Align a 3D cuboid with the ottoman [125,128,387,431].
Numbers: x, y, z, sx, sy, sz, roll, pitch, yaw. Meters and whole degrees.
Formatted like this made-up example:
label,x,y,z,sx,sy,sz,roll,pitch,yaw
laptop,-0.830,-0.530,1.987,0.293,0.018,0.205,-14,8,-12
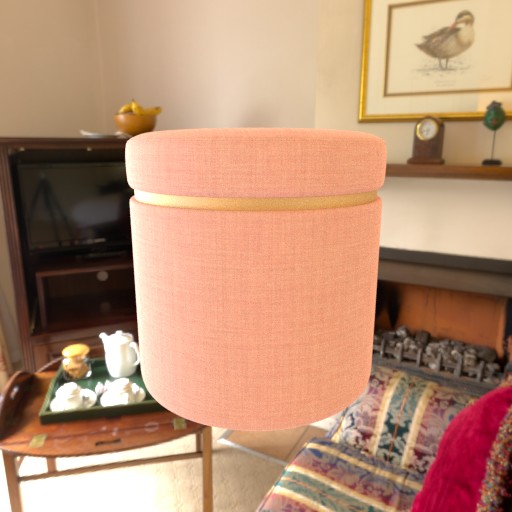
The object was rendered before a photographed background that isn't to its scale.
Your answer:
label,x,y,z,sx,sy,sz,roll,pitch,yaw
ottoman,0.000,0.000,0.744,0.400,0.406,0.400,0,14,0
